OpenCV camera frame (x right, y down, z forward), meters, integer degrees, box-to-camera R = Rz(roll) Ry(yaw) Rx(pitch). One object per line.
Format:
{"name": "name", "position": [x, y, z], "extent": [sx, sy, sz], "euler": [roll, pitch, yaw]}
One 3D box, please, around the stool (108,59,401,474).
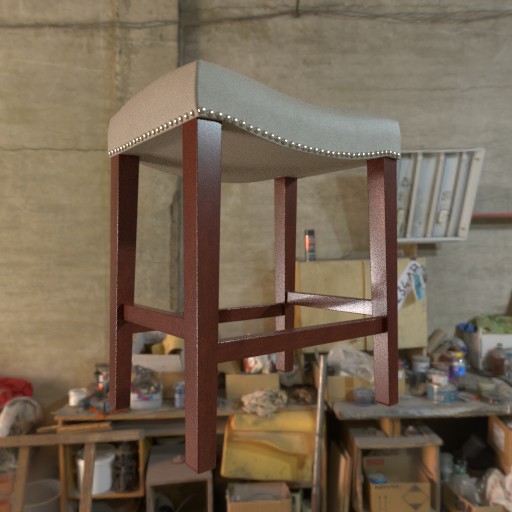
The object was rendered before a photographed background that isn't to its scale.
{"name": "stool", "position": [0.000, 0.000, 0.938], "extent": [0.509, 0.632, 0.375], "euler": [0, 1, -38]}
